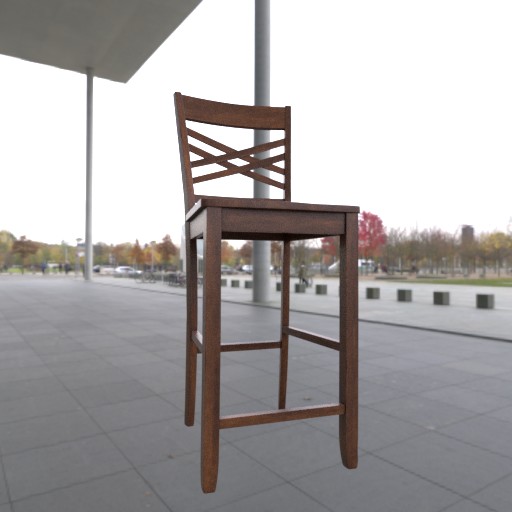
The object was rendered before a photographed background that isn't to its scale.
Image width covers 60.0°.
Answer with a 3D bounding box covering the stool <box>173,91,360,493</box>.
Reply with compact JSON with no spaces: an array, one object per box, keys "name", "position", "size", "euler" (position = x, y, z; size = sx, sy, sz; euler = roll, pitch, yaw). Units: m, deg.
[{"name":"stool","position":[0.000,0.000,1.315],"size":[0.426,1.098,0.504],"euler":[0,-1,-19]}]
